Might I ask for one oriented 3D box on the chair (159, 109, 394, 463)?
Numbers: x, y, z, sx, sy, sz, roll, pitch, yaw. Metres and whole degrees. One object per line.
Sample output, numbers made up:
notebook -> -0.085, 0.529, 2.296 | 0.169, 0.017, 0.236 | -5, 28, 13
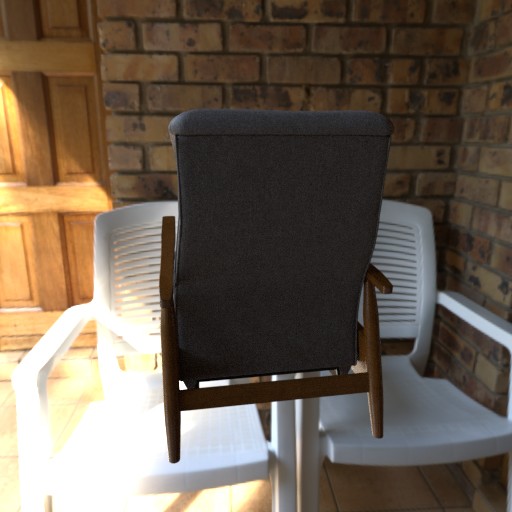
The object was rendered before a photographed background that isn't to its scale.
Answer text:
chair -> 0.000, 0.000, 1.800 | 0.762, 1.081, 1.014 | -3, 15, -10
